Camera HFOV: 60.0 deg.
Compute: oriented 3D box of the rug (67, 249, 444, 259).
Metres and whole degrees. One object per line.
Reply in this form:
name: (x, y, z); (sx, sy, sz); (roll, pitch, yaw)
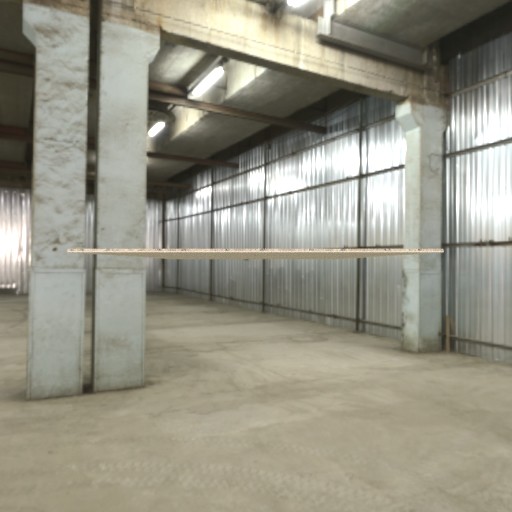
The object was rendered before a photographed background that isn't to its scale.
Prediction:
rug: (0.000, 0.000, 2.926); (1.521, 0.015, 2.280); (0, -1, 0)
